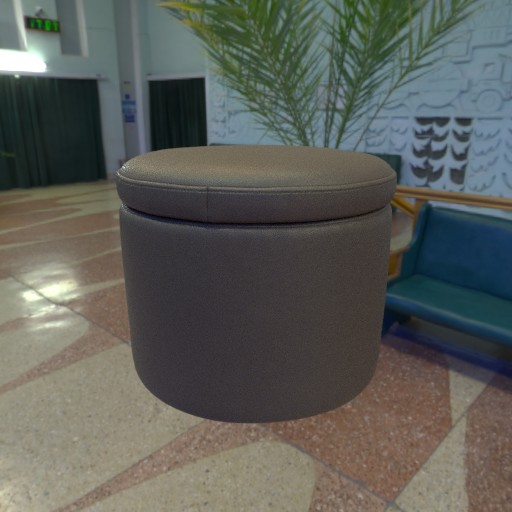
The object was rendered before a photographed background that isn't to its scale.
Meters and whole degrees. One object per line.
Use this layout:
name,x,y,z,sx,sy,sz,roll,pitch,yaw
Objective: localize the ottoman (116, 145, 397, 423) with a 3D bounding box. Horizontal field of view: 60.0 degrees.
ottoman,0.000,0.000,0.867,0.500,0.409,0.500,0,18,0
